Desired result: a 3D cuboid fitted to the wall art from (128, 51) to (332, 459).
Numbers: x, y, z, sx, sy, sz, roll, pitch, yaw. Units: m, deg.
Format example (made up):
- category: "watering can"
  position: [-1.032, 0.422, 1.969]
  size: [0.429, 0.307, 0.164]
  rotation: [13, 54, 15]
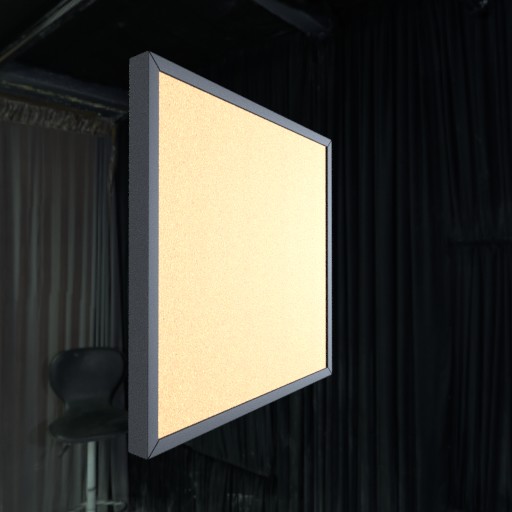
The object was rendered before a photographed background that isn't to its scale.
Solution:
- category: "wall art"
  position: [0.000, 0.000, 0.765]
  size: [0.037, 0.508, 0.508]
  rotation: [0, -1, 36]
